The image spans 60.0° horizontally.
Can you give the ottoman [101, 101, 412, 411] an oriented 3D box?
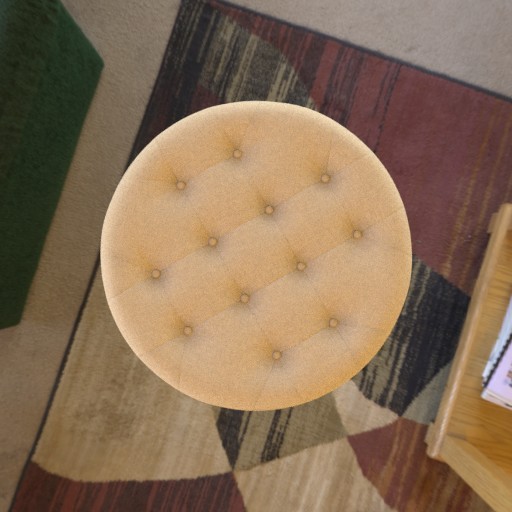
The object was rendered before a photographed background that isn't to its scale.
[{"bbox_3d":[0.000,0.000,1.376,0.849,0.478,0.849,0,88,-1],"label":"ottoman"}]
